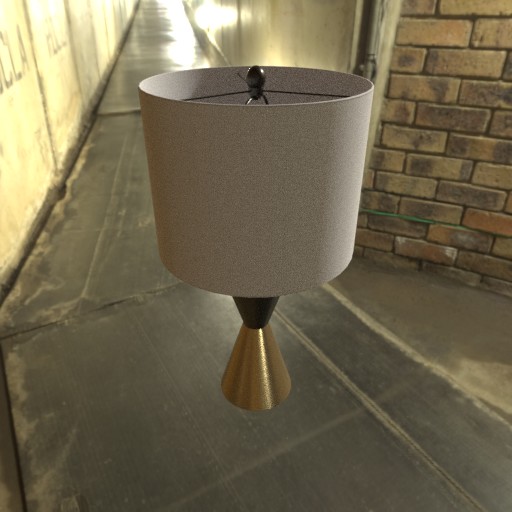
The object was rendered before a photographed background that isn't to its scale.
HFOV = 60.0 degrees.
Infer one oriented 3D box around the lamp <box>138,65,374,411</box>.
[{"bbox_3d":[0.000,0.000,0.720,0.304,0.573,0.304,11,32,18],"label":"lamp"}]
